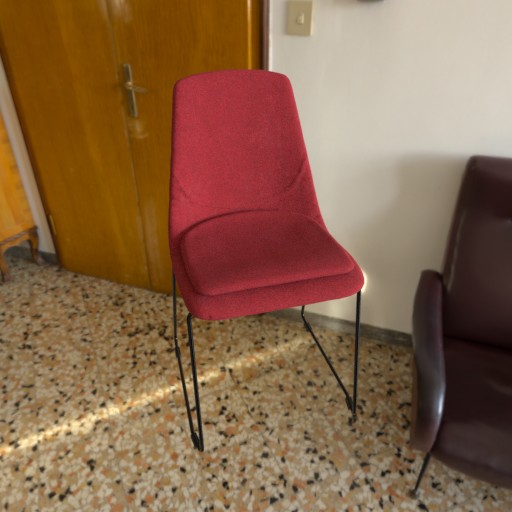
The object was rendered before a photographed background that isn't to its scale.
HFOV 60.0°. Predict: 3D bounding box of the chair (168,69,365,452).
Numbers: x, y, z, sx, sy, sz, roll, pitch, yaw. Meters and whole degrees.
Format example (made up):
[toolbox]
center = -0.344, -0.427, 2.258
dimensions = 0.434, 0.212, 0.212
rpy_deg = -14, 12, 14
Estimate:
[chair]
center = 0.000, 0.000, 1.190
dimensions = 0.479, 0.858, 0.518
rpy_deg = -8, 33, -13
